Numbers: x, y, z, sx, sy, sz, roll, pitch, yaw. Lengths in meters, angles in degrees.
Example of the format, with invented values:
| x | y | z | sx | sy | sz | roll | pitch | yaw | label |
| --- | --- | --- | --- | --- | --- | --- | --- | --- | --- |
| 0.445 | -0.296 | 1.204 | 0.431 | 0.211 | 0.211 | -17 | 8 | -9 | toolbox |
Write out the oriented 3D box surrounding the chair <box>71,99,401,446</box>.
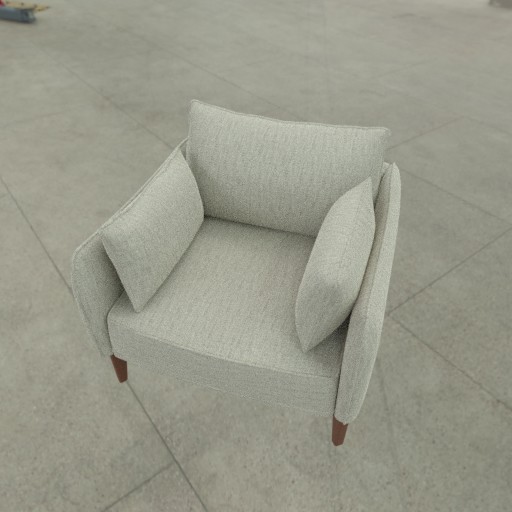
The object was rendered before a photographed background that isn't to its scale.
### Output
| x | y | z | sx | sy | sz | roll | pitch | yaw | label |
| --- | --- | --- | --- | --- | --- | --- | --- | --- | --- |
| 0.000 | 0.000 | 1.707 | 0.994 | 0.855 | 0.991 | 12 | 42 | 13 | chair |
